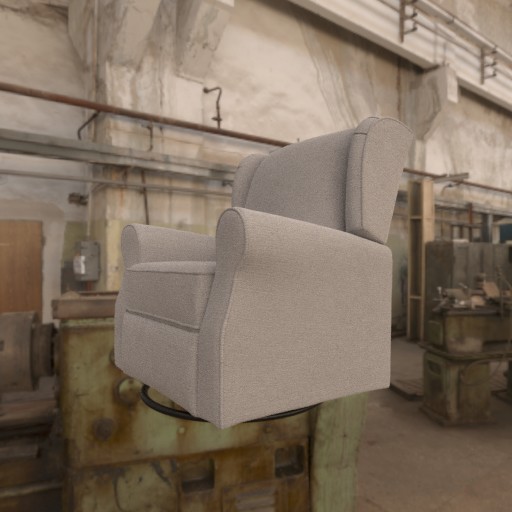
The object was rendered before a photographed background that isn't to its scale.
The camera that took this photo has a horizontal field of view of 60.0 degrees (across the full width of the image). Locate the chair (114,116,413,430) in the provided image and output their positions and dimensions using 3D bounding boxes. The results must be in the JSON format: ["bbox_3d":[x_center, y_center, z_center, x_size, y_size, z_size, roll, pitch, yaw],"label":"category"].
[{"bbox_3d":[0.000,0.000,1.661,0.854,0.966,0.906,0,0,-36],"label":"chair"}]
